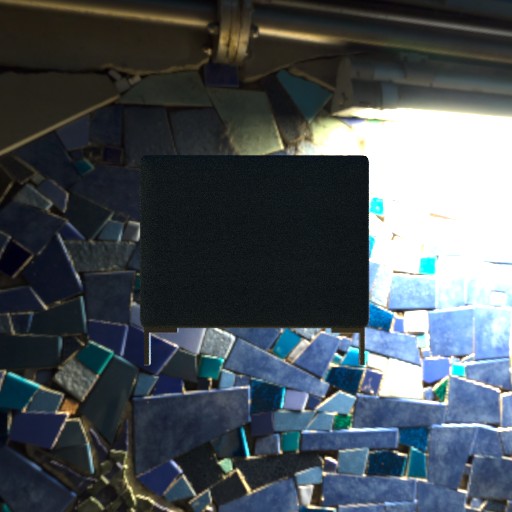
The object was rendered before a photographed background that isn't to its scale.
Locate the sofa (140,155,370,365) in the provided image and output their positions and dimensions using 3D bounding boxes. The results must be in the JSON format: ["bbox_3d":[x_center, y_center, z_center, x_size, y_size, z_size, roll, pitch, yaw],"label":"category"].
[{"bbox_3d":[0.000,0.000,2.288,0.686,0.635,1.981,0,0,0],"label":"sofa"}]
